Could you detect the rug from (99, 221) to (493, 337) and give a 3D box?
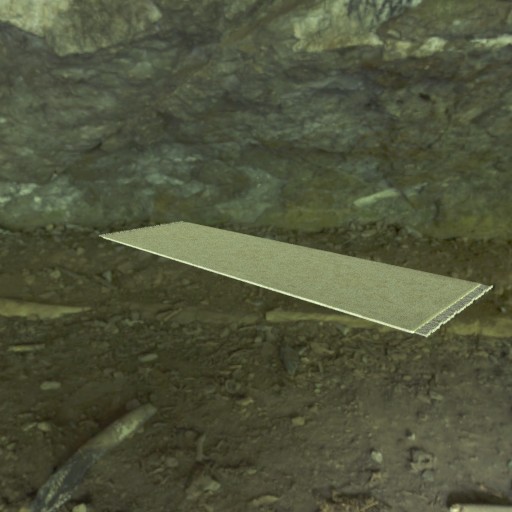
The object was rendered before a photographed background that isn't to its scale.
[{"bbox_3d":[0.000,0.000,2.806,2.544,0.015,0.795,14,21,42],"label":"rug"}]
